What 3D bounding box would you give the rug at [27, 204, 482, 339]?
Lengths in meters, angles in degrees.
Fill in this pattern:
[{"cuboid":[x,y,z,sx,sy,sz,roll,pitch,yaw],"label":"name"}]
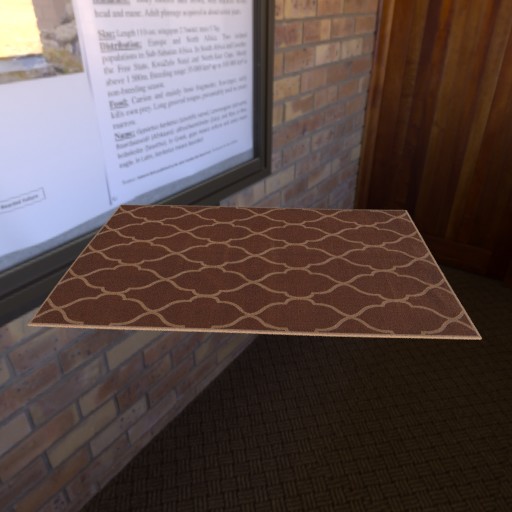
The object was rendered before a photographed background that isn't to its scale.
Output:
[{"cuboid":[0.000,0.000,2.870,2.290,0.014,1.526,1,30,2],"label":"rug"}]
